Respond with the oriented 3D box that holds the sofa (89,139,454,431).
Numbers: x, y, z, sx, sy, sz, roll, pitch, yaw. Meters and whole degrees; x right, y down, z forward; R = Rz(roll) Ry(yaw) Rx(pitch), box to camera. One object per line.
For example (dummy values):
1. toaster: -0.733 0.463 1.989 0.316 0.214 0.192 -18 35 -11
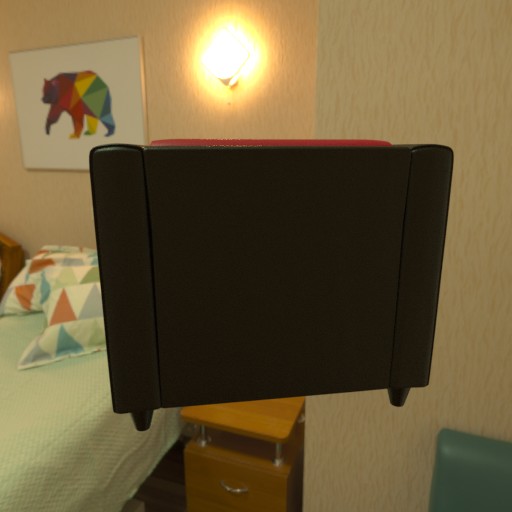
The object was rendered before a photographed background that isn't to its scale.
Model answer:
1. sofa: 0.000 0.000 1.443 0.839 0.724 0.809 -2 14 -9
